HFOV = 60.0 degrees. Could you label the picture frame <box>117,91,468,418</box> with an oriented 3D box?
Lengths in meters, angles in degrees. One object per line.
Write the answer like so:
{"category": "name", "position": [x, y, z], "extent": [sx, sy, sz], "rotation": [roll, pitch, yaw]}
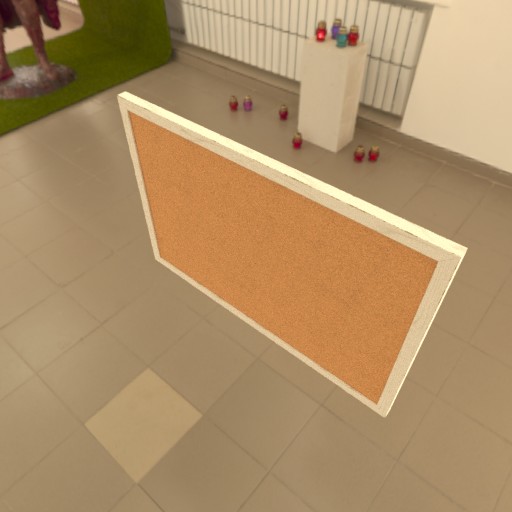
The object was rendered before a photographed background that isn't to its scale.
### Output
{"category": "picture frame", "position": [0.000, 0.000, 1.218], "extent": [0.950, 0.640, 0.029], "rotation": [31, 53, 26]}
